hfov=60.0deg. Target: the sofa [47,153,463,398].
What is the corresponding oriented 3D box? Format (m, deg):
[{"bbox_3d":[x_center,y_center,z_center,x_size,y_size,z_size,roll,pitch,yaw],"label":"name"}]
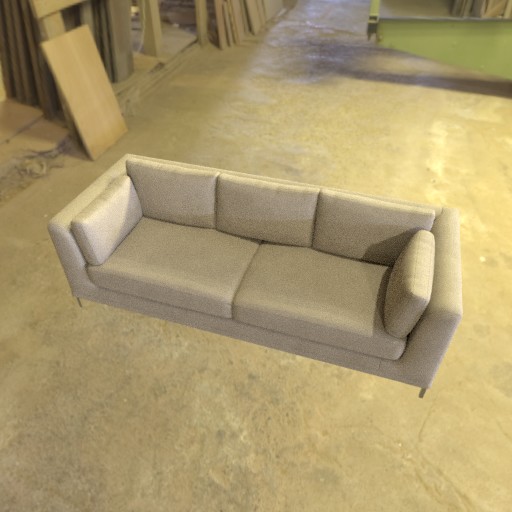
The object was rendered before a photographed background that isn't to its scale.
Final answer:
[{"bbox_3d":[0.000,0.000,2.964,2.415,0.867,0.969,12,42,14],"label":"sofa"}]
